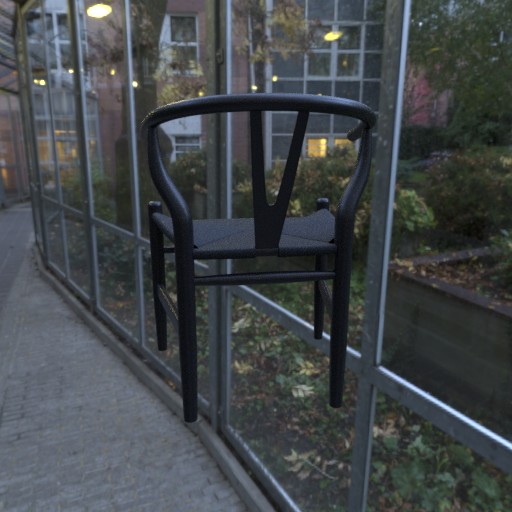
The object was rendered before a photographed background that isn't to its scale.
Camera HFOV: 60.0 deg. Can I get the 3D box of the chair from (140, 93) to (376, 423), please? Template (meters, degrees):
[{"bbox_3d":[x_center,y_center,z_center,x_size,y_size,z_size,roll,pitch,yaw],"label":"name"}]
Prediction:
[{"bbox_3d":[0.000,0.000,1.143,0.569,0.730,0.579,-2,14,-9],"label":"chair"}]
